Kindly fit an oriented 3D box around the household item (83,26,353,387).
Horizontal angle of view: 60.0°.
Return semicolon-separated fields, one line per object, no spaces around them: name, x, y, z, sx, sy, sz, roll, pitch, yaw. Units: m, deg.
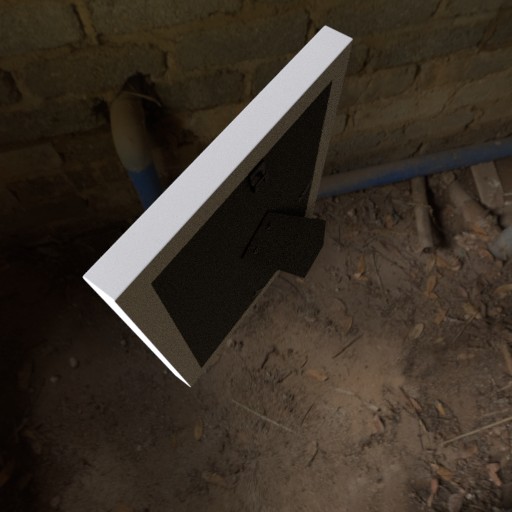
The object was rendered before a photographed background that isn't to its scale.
household item;0.000;0.000;0.338;0.045;0.250;0.200;34;70;14
